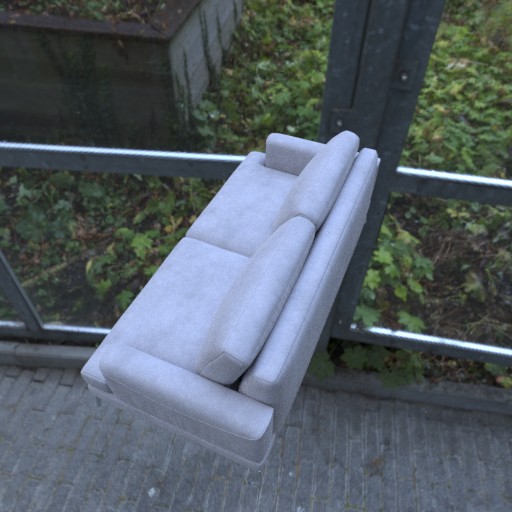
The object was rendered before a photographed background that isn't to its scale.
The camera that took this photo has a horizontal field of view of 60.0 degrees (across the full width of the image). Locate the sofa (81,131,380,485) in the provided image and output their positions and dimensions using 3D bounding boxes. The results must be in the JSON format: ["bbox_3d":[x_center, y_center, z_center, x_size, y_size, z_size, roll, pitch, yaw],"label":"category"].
[{"bbox_3d":[0.000,0.000,2.538,0.980,0.830,2.013,18,50,16],"label":"sofa"}]
